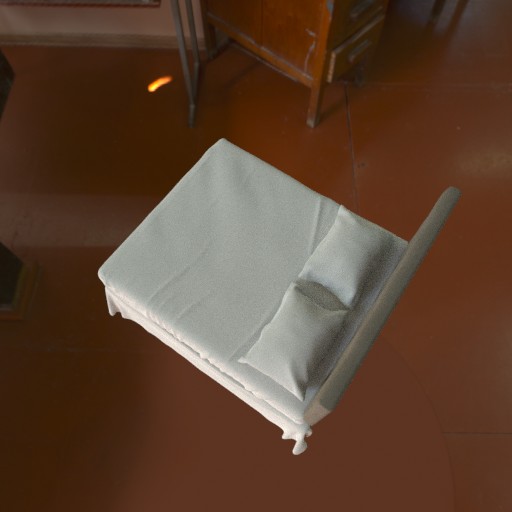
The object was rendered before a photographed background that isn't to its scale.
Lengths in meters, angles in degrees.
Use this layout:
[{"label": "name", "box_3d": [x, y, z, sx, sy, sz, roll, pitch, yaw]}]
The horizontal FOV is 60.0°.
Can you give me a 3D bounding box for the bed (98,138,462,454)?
[{"label": "bed", "box_3d": [0.000, 0.000, 3.458, 2.222, 1.577, 1.936, 32, 69, 14]}]
